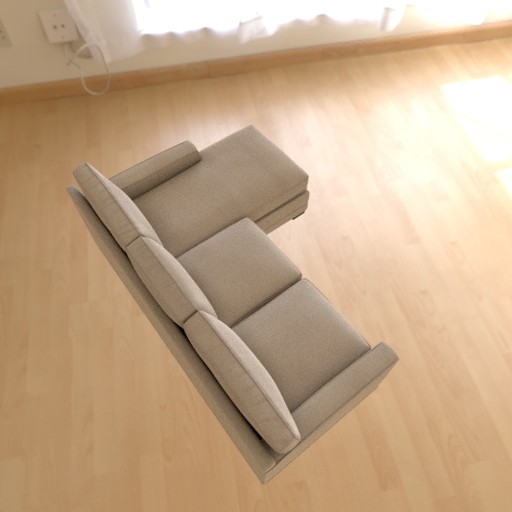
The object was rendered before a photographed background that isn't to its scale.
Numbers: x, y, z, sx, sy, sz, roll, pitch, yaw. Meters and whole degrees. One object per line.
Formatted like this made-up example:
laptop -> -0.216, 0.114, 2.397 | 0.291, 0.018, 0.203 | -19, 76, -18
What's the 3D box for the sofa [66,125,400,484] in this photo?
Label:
sofa -> 0.000, 0.000, 2.842 | 1.496, 0.861, 2.087 | -33, 63, -19
